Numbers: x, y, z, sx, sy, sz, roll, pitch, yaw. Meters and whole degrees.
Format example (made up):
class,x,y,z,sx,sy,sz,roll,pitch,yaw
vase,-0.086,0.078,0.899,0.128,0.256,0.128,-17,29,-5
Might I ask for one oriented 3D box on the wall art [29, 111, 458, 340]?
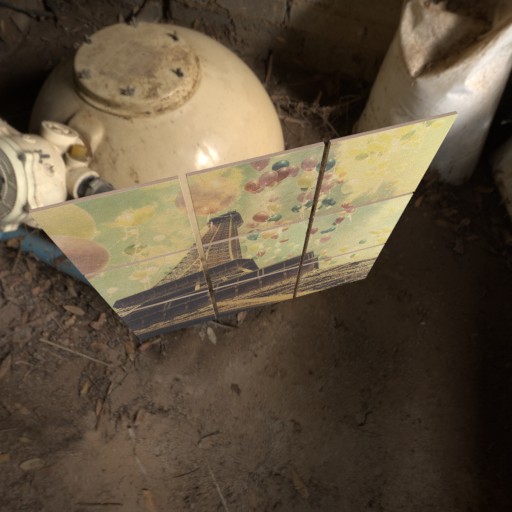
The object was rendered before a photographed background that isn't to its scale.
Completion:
class,x,y,z,sx,sy,sz,roll,pitch,yaw
wall art,0.000,0.000,1.763,1.219,1.218,0.013,-15,65,-7
